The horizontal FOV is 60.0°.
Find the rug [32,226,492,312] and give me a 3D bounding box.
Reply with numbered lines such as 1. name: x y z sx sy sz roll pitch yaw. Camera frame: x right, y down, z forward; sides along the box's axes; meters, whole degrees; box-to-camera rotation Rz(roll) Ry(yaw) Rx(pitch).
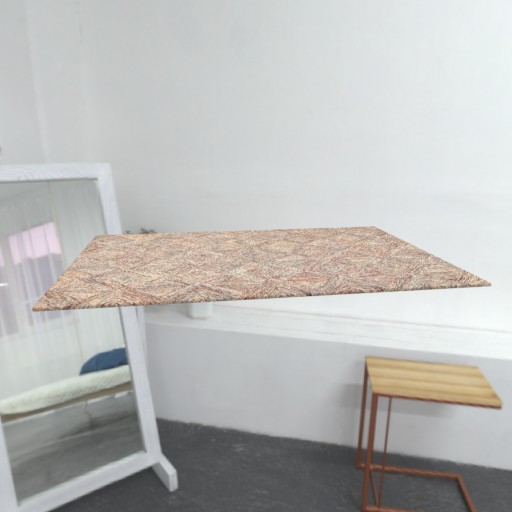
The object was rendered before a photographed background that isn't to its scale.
1. rug: 0.000 0.000 2.894 2.285 0.019 1.523 -2 15 -8
